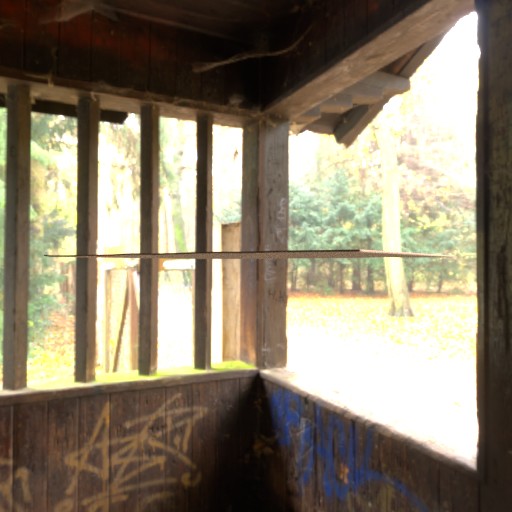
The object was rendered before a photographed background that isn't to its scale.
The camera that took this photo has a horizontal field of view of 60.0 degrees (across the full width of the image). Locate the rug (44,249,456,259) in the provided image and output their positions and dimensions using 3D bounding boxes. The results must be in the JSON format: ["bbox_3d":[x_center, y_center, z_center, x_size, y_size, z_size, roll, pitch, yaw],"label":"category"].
[{"bbox_3d":[0.000,0.000,4.175,3.057,0.021,2.431,-1,-1,35],"label":"rug"}]
